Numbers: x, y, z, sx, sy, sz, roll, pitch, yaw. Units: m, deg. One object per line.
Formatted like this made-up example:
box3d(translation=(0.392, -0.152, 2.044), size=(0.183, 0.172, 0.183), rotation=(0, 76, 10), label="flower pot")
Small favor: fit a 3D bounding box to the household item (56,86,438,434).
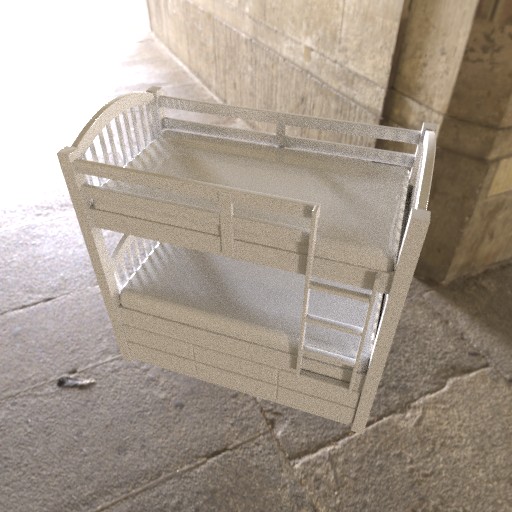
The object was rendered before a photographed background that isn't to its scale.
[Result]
box3d(translation=(0.000, 0.000, 3.237), size=(2.032, 2.032, 1.143), rotation=(13, 42, 14), label="household item")
